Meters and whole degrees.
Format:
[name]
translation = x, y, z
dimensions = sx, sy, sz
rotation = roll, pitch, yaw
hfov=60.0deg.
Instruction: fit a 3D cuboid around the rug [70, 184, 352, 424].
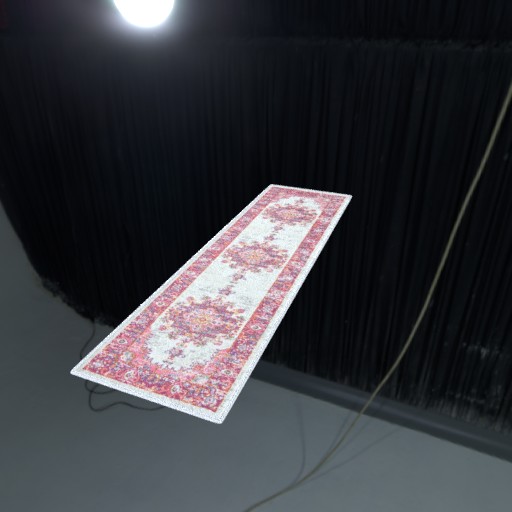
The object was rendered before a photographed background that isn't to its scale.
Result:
[rug]
translation = 0.000, 0.000, 2.565
dimensions = 0.666, 0.011, 2.294
rotation = 11, 31, 19
